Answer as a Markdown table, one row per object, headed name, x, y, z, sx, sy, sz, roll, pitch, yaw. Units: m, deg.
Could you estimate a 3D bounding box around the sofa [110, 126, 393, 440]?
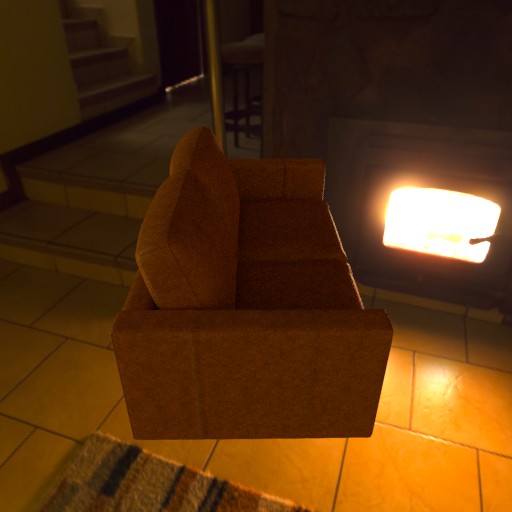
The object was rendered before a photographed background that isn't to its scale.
| name | x | y | z | sx | sy | sz | roll | pitch | yaw |
| --- | --- | --- | --- | --- | --- | --- | --- | --- | --- |
| sofa | 0.000 | 0.000 | 2.127 | 0.909 | 0.951 | 1.578 | 0 | 31 | 0 |
